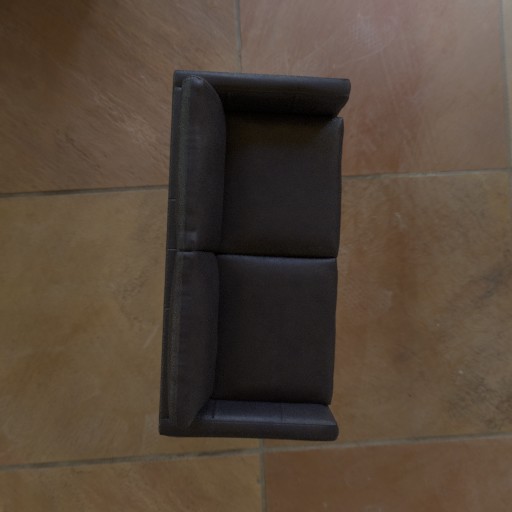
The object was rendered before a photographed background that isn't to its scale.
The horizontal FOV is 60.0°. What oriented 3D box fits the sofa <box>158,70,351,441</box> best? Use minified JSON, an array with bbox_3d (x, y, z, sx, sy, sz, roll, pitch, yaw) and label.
[{"bbox_3d":[0.000,0.000,2.360,0.947,0.883,1.805,0,89,-1],"label":"sofa"}]
